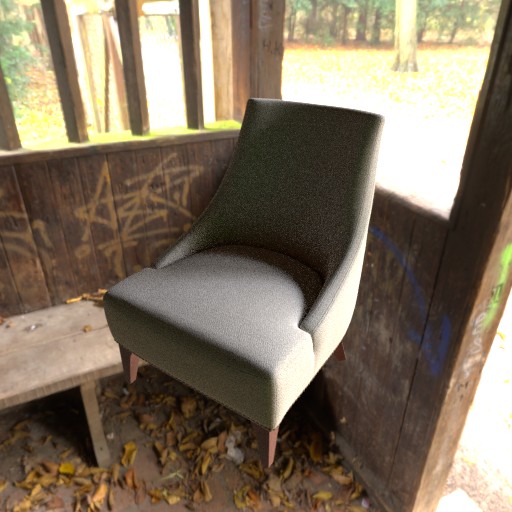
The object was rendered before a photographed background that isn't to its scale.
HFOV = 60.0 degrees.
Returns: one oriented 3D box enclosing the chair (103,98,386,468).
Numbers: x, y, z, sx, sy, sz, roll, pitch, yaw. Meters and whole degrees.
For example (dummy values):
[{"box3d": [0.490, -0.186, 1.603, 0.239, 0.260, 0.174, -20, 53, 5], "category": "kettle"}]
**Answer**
[{"box3d": [0.000, 0.000, 1.549, 0.701, 0.909, 0.861, 19, 34, 30], "category": "chair"}]
